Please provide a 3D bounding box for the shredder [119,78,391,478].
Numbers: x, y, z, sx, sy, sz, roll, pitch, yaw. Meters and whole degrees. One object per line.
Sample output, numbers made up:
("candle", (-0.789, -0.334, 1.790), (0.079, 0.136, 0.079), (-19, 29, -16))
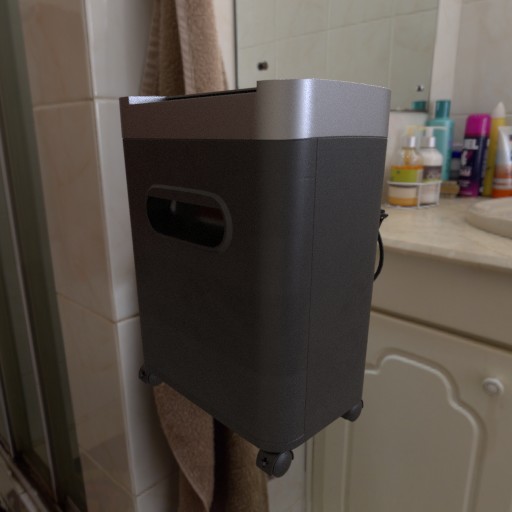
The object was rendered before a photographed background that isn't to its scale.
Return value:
("shredder", (0.000, 0.000, 0.602), (0.237, 0.419, 0.311), (-14, 21, -42))
